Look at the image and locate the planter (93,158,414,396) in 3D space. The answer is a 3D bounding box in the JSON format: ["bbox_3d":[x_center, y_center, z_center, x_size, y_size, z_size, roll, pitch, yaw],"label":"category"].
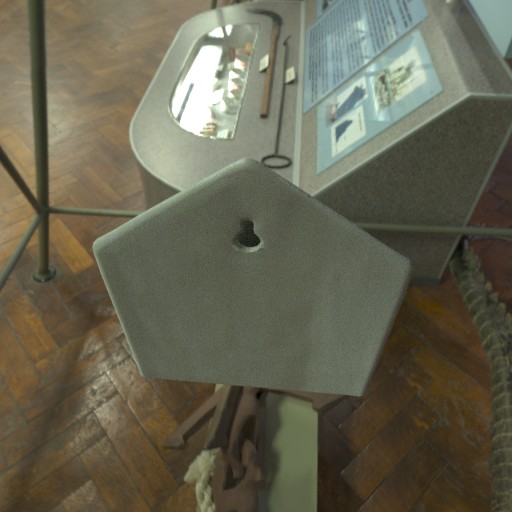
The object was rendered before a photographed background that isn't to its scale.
[{"bbox_3d":[0.000,0.000,0.274,0.163,0.194,0.080,4,47,4],"label":"planter"}]
